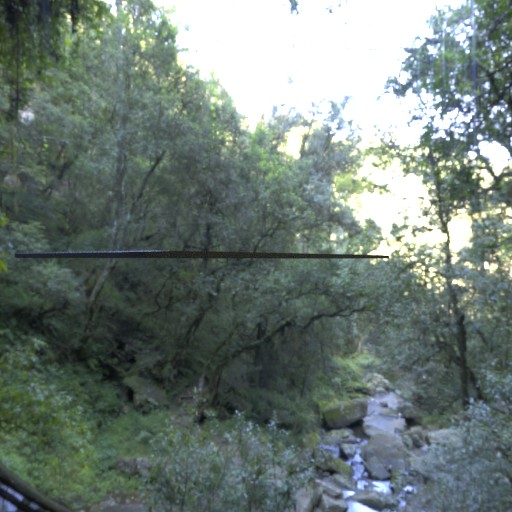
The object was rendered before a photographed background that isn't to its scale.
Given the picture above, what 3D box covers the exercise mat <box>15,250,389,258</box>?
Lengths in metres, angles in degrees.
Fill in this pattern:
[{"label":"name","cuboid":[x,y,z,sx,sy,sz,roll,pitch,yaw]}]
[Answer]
[{"label":"exercise mat","cuboid":[0.000,0.000,2.015,0.616,0.021,1.884,0,0,36]}]
